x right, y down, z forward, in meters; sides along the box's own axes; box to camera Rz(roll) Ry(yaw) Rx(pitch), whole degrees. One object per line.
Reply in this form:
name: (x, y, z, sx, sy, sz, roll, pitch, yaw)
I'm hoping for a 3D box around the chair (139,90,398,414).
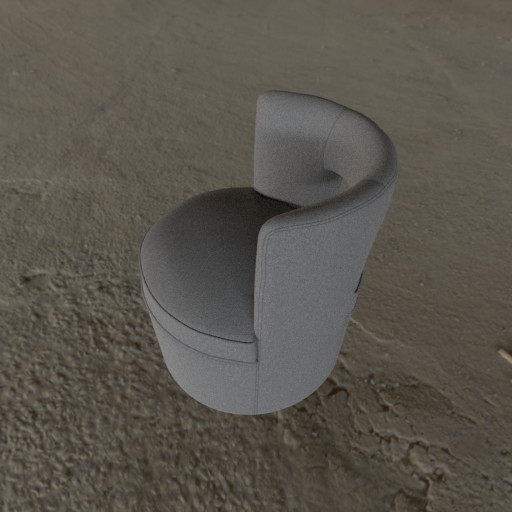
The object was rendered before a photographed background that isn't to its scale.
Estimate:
chair: (0.000, 0.000, 1.275, 0.660, 0.719, 0.689, 0, 40, 0)
